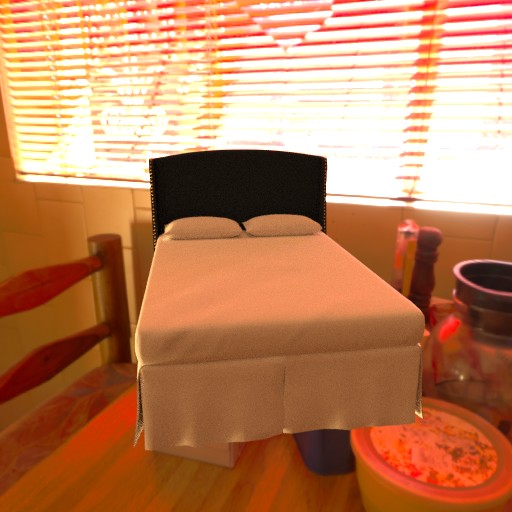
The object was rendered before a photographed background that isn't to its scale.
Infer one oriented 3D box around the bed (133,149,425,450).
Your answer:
[{"bbox_3d":[0.000,0.000,3.211,1.604,1.402,2.223,-2,17,-8],"label":"bed"}]
